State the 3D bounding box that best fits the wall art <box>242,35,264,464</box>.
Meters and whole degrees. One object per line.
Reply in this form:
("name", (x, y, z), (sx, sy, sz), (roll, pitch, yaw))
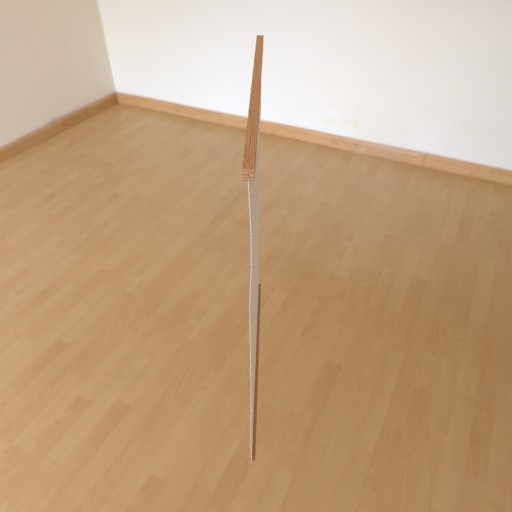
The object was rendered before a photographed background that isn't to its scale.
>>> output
("wall art", (0.000, 0.000, 0.784), (0.011, 0.605, 0.458), (1, 41, 1))
